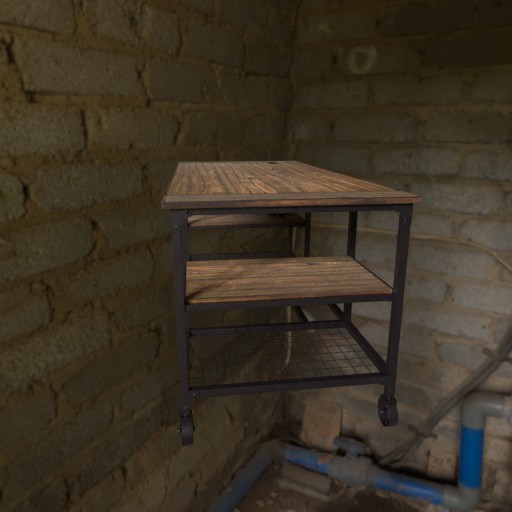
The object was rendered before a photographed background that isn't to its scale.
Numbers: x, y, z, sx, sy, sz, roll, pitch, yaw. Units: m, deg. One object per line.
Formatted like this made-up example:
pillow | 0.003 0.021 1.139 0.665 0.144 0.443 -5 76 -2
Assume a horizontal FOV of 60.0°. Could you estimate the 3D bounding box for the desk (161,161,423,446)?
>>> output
desk | 0.000 0.000 2.021 0.711 0.751 1.590 -2 16 -8
